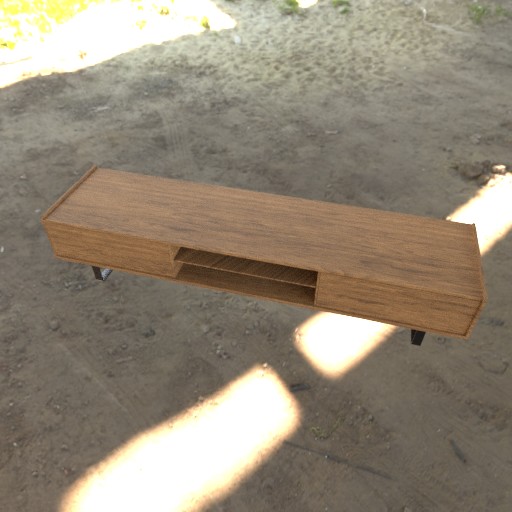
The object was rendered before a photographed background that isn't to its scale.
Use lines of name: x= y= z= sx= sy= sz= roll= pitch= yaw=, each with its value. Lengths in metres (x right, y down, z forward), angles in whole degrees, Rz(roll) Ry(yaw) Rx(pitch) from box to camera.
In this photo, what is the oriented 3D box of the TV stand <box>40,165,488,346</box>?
TV stand: x=0.000 y=0.000 z=2.020 sx=1.796 sy=0.415 sz=0.467 roll=10 pitch=43 yaw=11
